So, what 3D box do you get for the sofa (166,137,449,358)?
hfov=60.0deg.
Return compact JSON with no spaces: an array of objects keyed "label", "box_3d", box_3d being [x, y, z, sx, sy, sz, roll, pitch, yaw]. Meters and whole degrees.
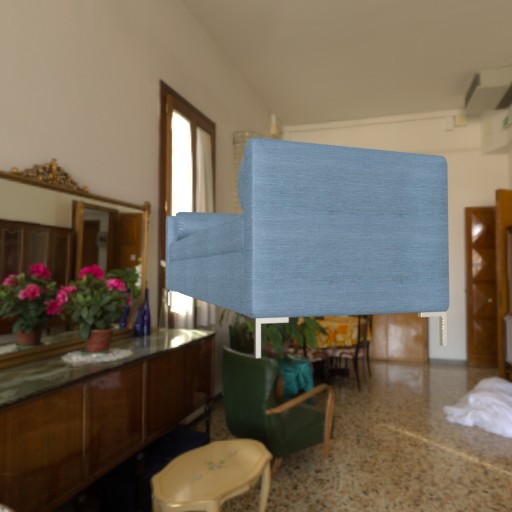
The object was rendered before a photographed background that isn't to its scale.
[{"label":"sofa","box_3d":[0.000,0.000,2.276,0.686,0.635,1.981,1,-2,-18]}]
